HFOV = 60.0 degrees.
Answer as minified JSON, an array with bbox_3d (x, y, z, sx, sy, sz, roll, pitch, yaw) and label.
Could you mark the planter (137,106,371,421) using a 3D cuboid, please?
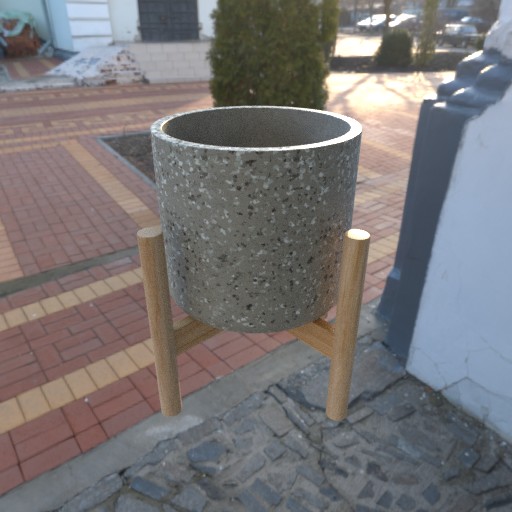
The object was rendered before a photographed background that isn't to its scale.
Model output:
[{"bbox_3d":[0.000,0.000,0.549,0.284,0.320,0.284,-10,30,-18],"label":"planter"}]
